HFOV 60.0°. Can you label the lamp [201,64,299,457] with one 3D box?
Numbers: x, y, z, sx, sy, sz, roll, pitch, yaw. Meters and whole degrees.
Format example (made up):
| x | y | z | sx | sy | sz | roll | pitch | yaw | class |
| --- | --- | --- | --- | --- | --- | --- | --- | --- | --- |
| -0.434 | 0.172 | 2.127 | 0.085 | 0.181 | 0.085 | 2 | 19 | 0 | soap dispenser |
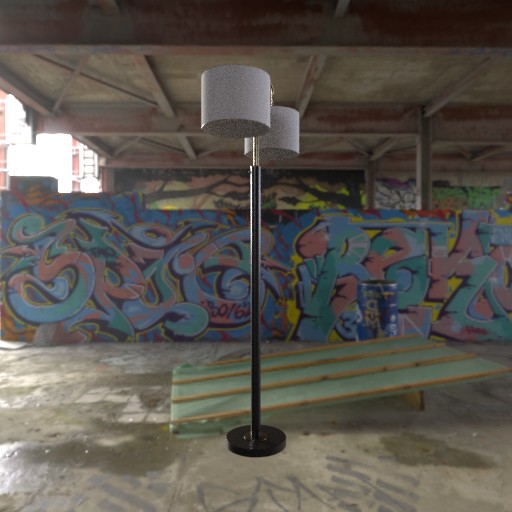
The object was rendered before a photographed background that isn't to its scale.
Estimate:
| x | y | z | sx | sy | sz | roll | pitch | yaw | class |
| --- | --- | --- | --- | --- | --- | --- | --- | --- | --- |
| 0.000 | 0.000 | 1.866 | 0.254 | 1.587 | 0.711 | 0 | 1 | 19 | lamp |
